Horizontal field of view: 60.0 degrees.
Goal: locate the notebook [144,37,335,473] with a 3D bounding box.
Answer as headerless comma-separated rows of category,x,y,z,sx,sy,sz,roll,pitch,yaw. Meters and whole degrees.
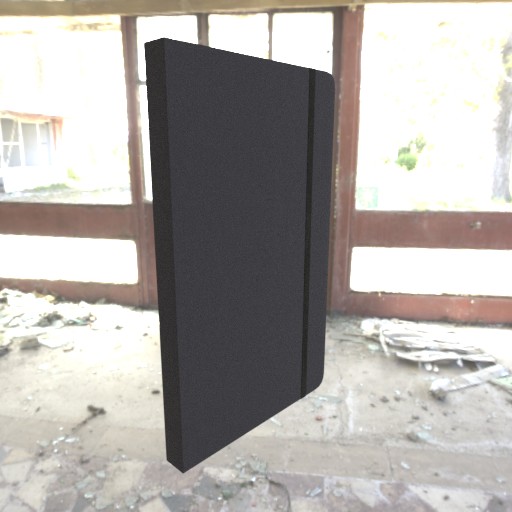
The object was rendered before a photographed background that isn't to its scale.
notebook,0.000,0.000,0.259,0.016,0.213,0.127,13,18,42
